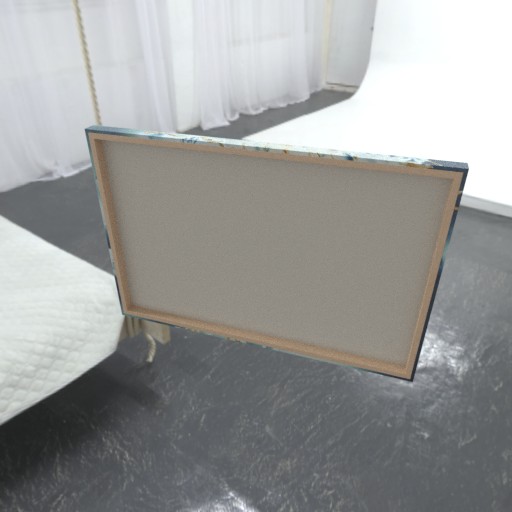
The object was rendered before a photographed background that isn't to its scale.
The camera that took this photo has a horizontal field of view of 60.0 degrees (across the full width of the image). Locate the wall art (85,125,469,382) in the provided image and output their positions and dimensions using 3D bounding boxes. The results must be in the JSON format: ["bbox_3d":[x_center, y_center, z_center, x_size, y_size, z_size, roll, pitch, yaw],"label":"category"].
[{"bbox_3d":[0.000,0.000,1.185,0.912,0.608,0.038,10,33,16],"label":"wall art"}]
